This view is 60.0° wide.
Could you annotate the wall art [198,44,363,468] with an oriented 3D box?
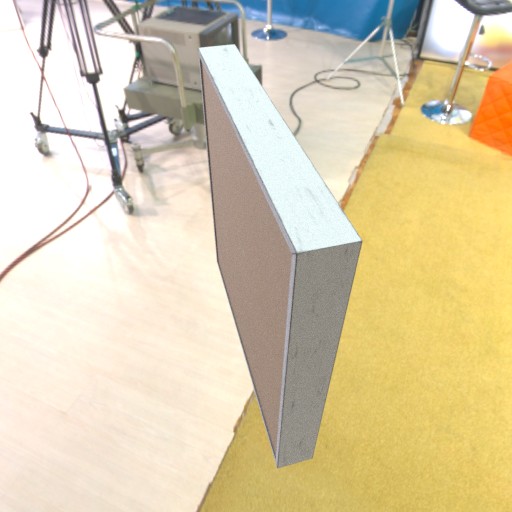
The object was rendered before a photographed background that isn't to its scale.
[{"bbox_3d":[0.000,0.000,0.450,0.038,0.305,0.305,-11,46,-11],"label":"wall art"}]
